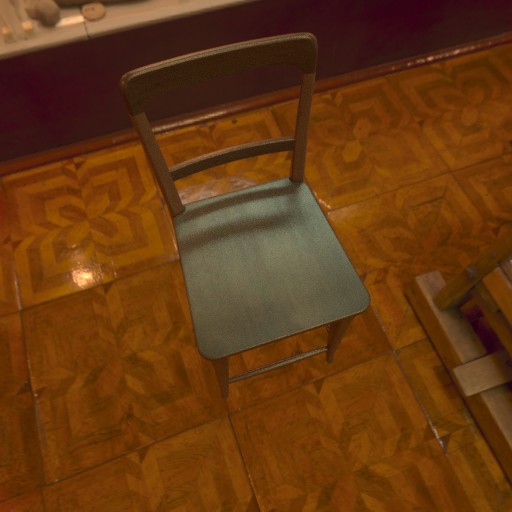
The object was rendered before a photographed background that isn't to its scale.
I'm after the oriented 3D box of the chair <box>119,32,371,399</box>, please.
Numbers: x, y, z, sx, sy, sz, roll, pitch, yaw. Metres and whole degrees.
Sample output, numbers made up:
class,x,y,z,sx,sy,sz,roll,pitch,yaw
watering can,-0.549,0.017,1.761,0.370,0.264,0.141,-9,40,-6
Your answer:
class,x,y,z,sx,sy,sz,roll,pitch,yaw
chair,0.000,0.000,1.270,0.450,0.991,0.546,-16,65,-8
